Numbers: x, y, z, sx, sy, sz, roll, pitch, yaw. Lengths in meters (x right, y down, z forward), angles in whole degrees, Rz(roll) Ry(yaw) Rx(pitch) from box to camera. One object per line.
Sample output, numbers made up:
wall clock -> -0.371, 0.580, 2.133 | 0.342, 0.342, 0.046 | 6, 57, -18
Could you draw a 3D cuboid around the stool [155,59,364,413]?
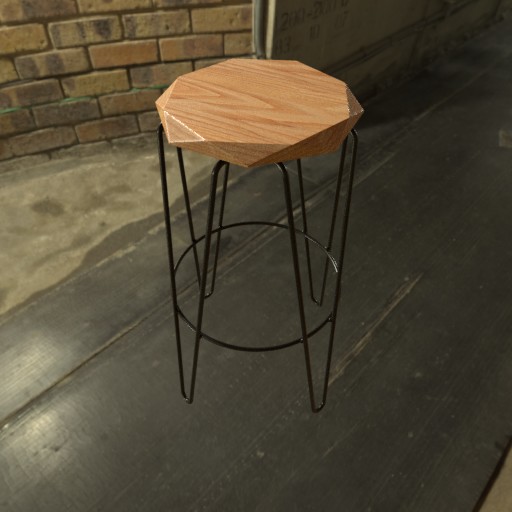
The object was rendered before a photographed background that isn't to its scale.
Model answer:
stool -> 0.000, 0.000, 0.806 | 0.326, 0.610, 0.326 | 3, 46, 3
